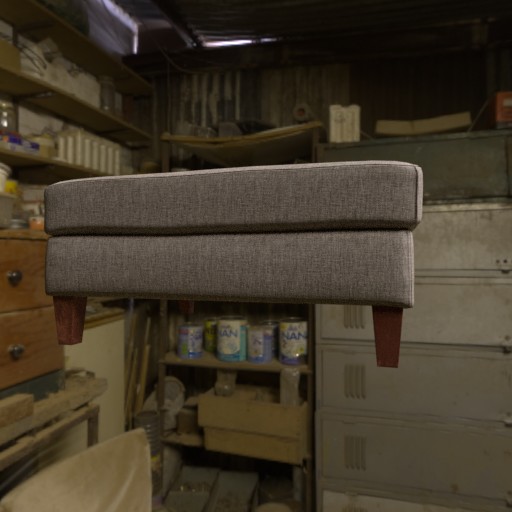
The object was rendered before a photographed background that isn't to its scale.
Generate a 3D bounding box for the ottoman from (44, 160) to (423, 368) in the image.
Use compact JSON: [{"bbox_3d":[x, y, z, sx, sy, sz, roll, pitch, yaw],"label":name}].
[{"bbox_3d":[0.000,0.000,1.458,0.994,0.492,0.839,0,0,17],"label":"ottoman"}]
